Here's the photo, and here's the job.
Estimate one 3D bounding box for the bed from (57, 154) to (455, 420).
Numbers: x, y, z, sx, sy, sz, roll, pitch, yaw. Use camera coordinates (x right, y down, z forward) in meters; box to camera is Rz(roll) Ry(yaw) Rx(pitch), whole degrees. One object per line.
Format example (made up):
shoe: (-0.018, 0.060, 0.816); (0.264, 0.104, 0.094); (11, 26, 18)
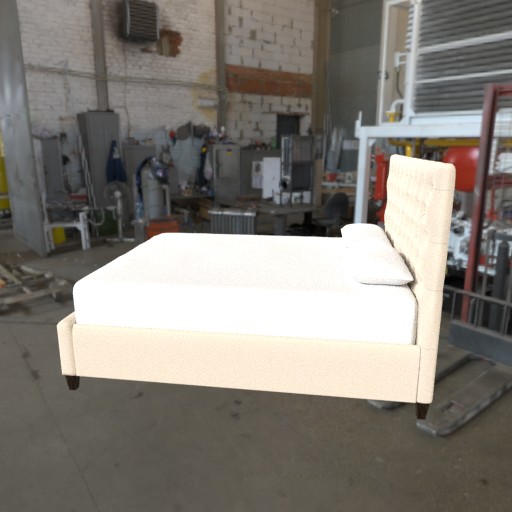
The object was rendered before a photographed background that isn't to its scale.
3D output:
bed: (0.000, 0.000, 3.271); (2.233, 1.426, 1.696); (2, 15, 8)
